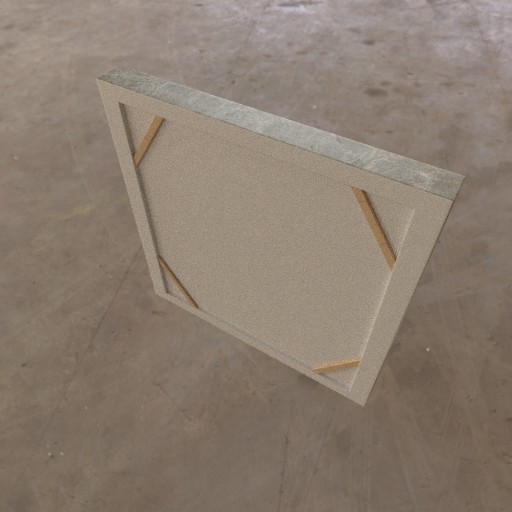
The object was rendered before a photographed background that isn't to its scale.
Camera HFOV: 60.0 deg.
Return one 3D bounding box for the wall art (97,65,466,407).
[{"bbox_3d":[0.000,0.000,0.597,0.405,0.407,0.038,25,53,21],"label":"wall art"}]
